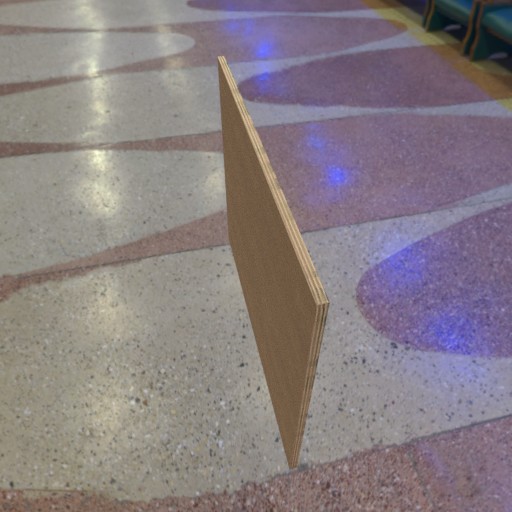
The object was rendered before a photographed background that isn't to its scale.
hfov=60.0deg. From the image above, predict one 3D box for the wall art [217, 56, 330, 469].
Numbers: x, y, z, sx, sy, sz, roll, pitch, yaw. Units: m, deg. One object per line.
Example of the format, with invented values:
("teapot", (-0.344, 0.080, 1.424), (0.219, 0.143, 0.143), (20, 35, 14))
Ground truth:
("wall art", (0.000, 0.000, 0.689), (0.012, 0.408, 0.508), (-9, 47, -9))
